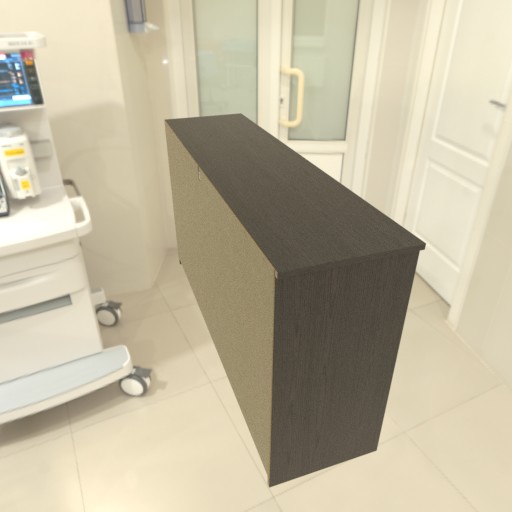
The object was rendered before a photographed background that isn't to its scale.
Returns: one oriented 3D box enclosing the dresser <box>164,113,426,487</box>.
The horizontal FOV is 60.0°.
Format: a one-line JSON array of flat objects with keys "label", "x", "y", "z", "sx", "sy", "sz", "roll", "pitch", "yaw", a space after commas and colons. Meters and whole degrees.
[{"label": "dresser", "x": 0.000, "y": 0.000, "z": 1.700, "sx": 0.401, "sy": 0.755, "sz": 1.360, "roll": -10, "pitch": 32, "yaw": -17}]
